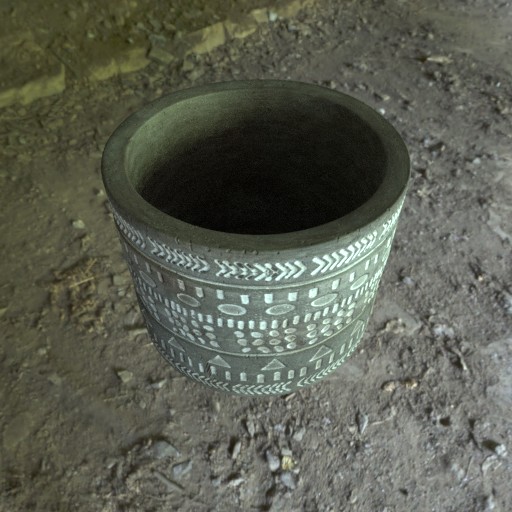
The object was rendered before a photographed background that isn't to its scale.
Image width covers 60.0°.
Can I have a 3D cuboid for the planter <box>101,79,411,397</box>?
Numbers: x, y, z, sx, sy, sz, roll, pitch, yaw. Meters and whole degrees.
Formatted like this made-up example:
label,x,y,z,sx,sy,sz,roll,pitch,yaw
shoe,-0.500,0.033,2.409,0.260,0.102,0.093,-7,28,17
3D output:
label,x,y,z,sx,sy,sz,roll,pitch,yaw
planter,0.000,0.000,0.259,0.142,0.149,0.142,0,46,0
